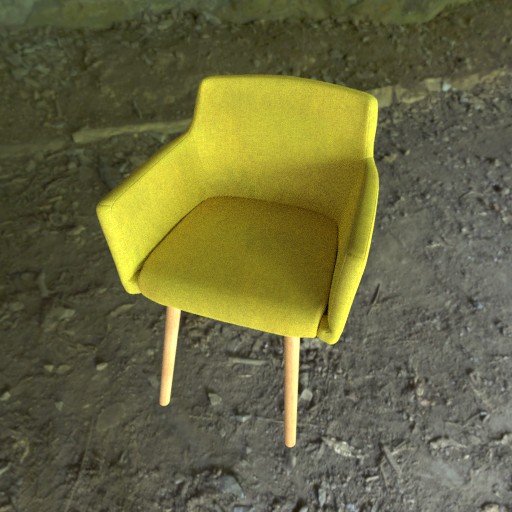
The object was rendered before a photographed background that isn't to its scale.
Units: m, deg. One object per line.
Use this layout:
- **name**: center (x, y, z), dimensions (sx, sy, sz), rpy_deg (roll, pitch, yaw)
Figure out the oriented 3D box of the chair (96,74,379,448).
- **chair**: center (0.000, 0.000, 1.185), dimensions (0.570, 0.780, 0.570), rpy_deg (12, 41, 14)
